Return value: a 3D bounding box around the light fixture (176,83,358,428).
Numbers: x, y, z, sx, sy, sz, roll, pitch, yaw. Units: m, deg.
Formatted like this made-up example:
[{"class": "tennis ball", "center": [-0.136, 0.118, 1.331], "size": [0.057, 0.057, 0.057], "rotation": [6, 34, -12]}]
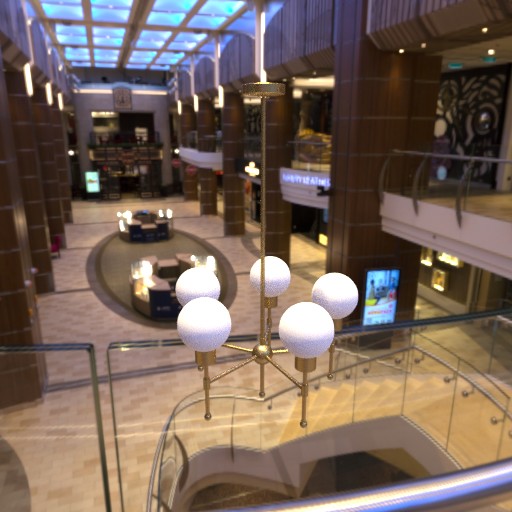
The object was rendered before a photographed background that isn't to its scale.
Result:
[{"class": "light fixture", "center": [0.000, 0.000, 1.847], "size": [0.785, 1.331, 0.815], "rotation": [7, 18, 24]}]
